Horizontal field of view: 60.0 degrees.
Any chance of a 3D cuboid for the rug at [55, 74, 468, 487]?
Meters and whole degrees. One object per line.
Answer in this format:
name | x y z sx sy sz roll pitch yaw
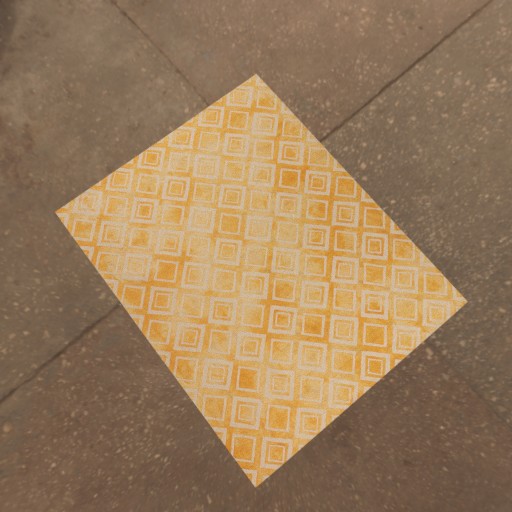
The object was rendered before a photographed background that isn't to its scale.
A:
rug | 0.000 0.000 4.077 2.433 0.011 3.037 -38 78 -9
